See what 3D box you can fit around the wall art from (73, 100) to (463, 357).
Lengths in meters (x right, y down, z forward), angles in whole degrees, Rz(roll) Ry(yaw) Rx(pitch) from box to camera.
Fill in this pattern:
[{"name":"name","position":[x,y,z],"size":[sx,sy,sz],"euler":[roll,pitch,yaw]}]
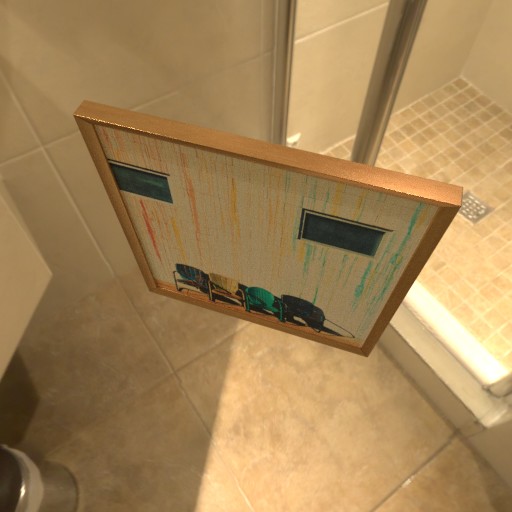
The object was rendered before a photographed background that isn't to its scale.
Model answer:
[{"name":"wall art","position":[0.000,0.000,0.461],"size":[0.302,0.302,0.019],"euler":[15,59,10]}]
